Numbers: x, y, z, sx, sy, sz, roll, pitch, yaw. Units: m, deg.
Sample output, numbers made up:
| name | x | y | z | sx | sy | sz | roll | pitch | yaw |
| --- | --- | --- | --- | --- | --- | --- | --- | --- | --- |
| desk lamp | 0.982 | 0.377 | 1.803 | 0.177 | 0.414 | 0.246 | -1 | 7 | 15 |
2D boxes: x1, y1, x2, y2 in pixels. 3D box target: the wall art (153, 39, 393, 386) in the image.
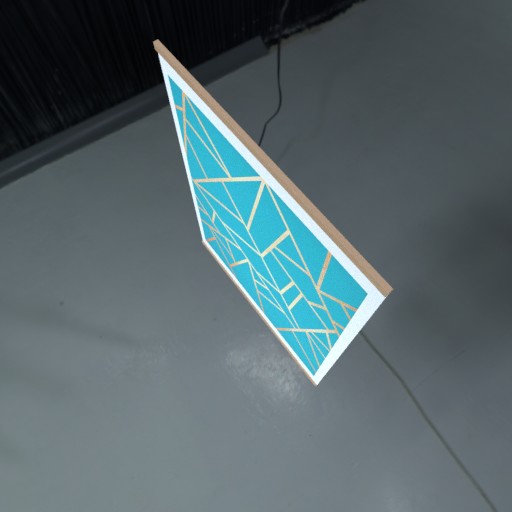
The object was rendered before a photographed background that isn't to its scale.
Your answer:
| name | x | y | z | sx | sy | sz | roll | pitch | yaw |
| --- | --- | --- | --- | --- | --- | --- | --- | --- | --- |
| wall art | 0.000 | 0.000 | 1.340 | 0.013 | 1.016 | 0.758 | -34 | 70 | -15 |
